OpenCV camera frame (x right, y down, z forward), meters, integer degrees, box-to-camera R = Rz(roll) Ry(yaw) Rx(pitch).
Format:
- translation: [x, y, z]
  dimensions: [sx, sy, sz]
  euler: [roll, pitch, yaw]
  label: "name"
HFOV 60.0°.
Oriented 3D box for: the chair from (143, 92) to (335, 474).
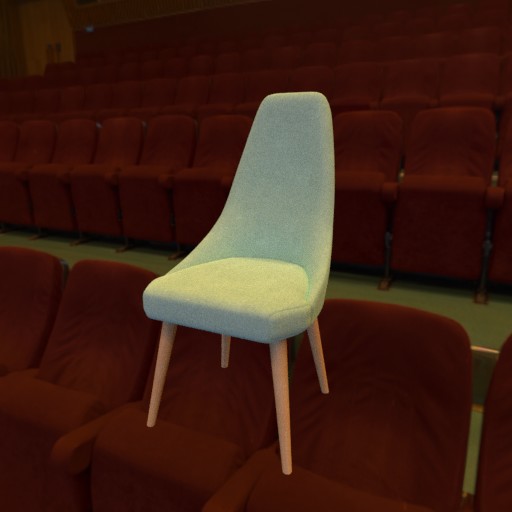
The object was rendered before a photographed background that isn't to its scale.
- translation: [0.000, 0.000, 1.425]
  dimensions: [0.510, 1.040, 0.660]
  euler: [7, 17, 25]
  label: "chair"
